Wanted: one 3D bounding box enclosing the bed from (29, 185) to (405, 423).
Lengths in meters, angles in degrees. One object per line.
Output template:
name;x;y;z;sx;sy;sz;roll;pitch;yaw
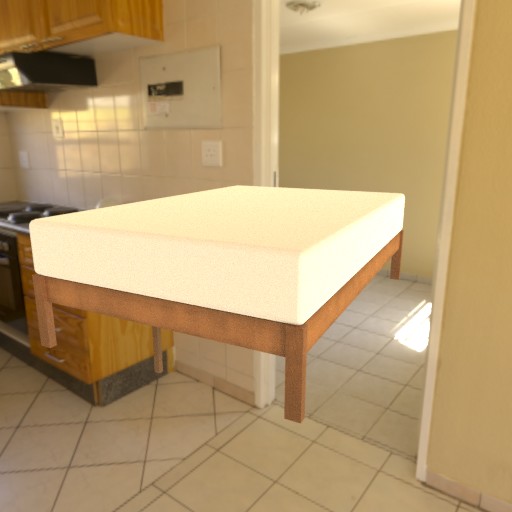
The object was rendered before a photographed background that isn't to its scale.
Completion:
bed;0.000;0.000;2.604;1.348;0.616;1.927;7;16;26
